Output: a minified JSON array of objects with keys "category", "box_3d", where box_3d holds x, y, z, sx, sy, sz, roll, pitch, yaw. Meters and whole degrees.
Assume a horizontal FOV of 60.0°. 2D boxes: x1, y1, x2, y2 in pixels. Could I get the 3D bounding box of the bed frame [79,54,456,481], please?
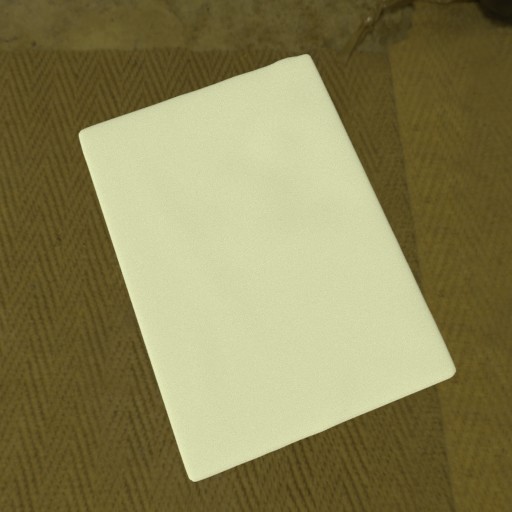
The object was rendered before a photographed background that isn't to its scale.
[{"category":"bed frame","box_3d":[0.000,0.000,2.517,1.372,0.637,1.905,-20,78,-4]}]
